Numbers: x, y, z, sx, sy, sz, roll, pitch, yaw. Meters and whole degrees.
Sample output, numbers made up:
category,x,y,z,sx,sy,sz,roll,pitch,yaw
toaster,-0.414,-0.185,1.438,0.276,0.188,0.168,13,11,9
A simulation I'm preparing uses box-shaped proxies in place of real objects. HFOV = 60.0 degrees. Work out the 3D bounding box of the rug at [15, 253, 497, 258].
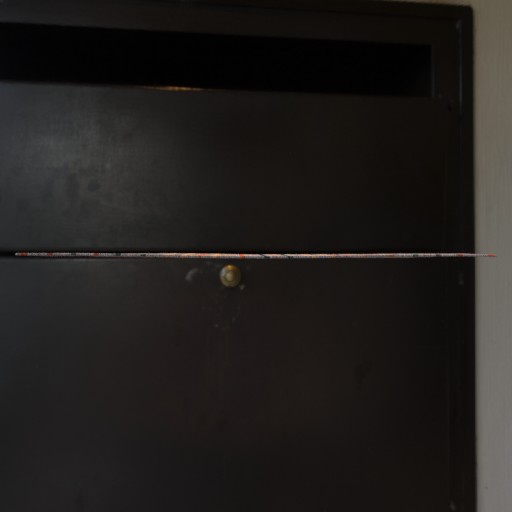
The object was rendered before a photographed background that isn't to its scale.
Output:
category,x,y,z,sx,sy,sz,roll,pitch,yaw
rug,0.000,0.000,2.997,2.439,0.029,1.537,0,0,-2
